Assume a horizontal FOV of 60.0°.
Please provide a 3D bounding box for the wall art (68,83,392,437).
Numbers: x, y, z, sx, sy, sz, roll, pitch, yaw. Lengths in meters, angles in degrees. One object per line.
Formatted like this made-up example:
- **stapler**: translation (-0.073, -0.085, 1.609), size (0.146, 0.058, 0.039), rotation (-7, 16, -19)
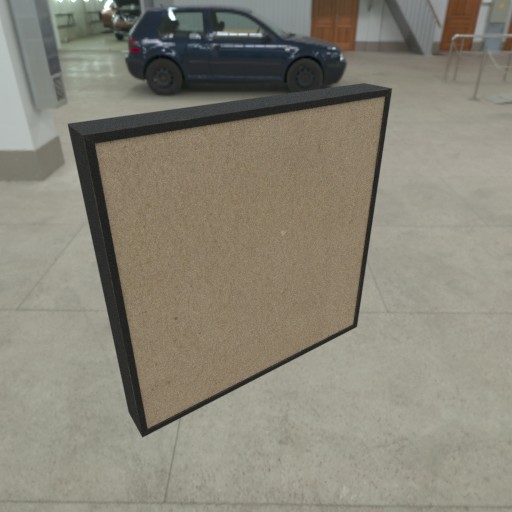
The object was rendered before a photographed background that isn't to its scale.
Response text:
- **wall art**: translation (0.000, 0.000, 0.458), size (0.305, 0.305, 0.038), rotation (-19, 35, -29)
